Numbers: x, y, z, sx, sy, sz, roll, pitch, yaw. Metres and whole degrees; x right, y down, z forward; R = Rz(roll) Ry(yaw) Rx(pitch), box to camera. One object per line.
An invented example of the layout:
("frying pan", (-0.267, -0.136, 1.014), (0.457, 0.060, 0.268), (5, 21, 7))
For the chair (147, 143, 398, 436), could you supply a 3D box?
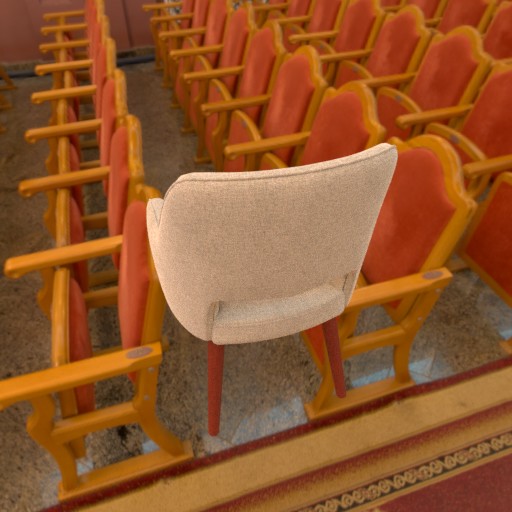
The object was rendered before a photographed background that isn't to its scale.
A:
("chair", (0.000, 0.000, 1.227), (0.548, 0.849, 0.605), (-12, 42, -13))
